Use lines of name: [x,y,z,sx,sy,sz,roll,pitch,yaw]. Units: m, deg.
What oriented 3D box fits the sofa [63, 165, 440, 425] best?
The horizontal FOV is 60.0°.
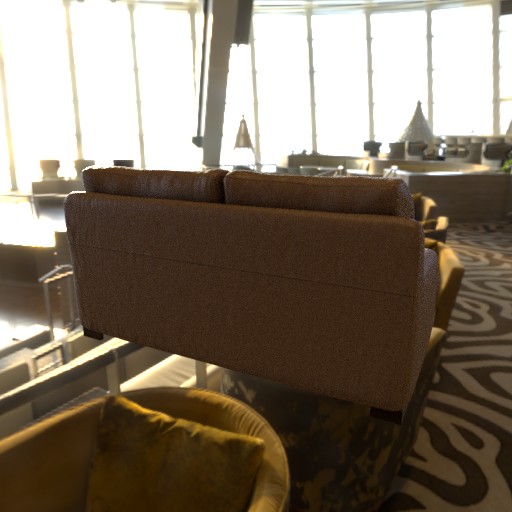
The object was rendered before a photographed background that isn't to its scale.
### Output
sofa: [0.000,0.000,2.440,1.855,0.980,0.962,8,17,27]
